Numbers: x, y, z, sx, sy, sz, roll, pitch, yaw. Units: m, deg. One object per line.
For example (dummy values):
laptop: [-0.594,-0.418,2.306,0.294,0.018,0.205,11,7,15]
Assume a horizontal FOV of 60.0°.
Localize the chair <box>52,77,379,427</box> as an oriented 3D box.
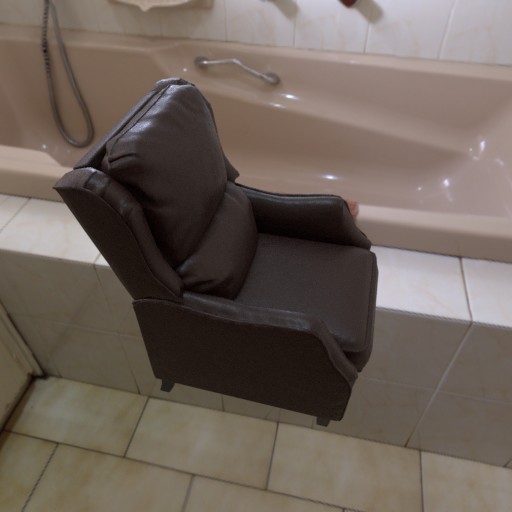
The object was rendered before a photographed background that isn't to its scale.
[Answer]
chair: [0.000,0.000,1.726,0.982,1.132,0.770,10,45,10]
